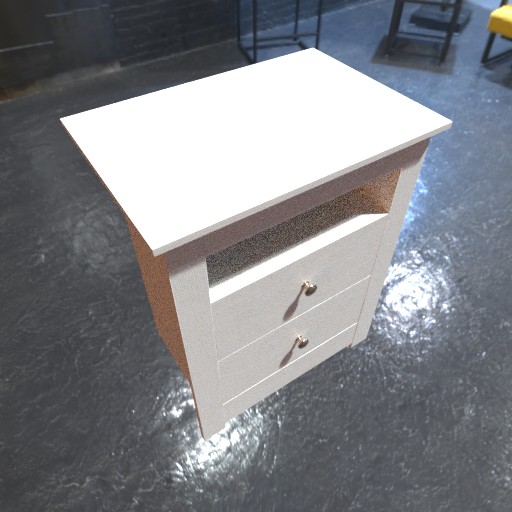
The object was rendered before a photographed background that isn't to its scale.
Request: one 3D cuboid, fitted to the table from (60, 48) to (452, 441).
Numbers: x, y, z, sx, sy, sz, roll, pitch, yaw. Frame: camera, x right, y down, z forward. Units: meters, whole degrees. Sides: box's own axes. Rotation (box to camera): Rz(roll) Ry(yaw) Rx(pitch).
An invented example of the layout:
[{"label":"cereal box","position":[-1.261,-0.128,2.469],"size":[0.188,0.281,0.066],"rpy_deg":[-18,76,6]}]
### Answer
[{"label":"table","position":[0.000,0.000,1.062],"size":[0.589,0.711,0.406],"rpy_deg":[-26,51,-22]}]
